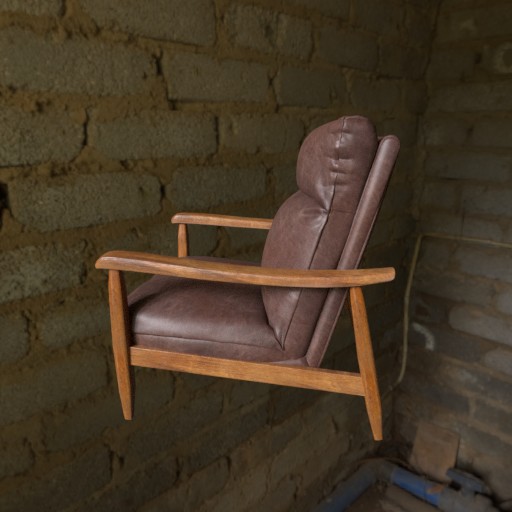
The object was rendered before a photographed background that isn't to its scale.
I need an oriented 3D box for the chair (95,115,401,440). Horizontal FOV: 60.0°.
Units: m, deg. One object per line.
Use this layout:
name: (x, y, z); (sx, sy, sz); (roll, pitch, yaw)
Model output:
chair: (0.000, 0.000, 1.526); (0.830, 0.897, 0.782); (2, 15, 7)
